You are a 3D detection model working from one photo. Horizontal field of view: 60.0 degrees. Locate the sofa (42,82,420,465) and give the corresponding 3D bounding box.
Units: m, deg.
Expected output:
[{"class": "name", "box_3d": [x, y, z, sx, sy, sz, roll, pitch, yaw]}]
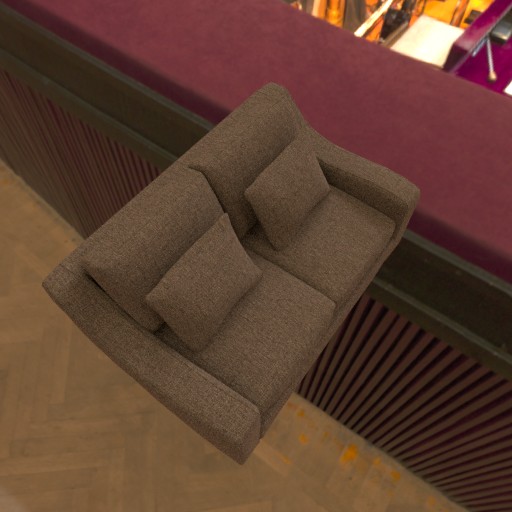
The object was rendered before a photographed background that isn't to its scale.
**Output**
[{"class": "sofa", "box_3d": [0.000, 0.000, 2.441, 1.120, 0.991, 1.778, 33, 64, 18]}]
